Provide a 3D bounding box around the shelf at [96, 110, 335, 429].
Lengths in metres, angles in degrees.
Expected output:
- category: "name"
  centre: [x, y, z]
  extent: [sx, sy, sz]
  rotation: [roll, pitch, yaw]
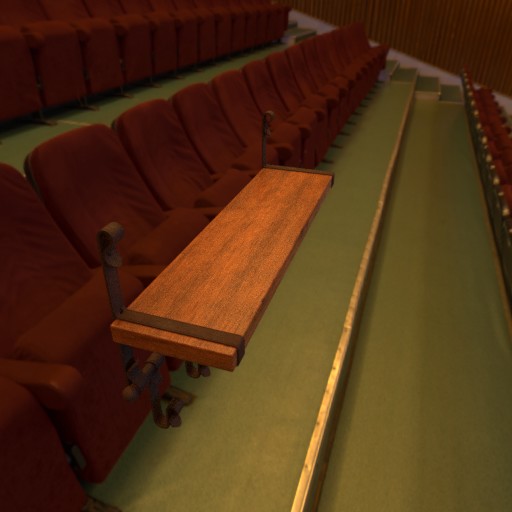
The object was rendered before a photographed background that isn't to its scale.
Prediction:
- category: "shelf"
  centre: [0.000, 0.000, 0.705]
  extent: [0.146, 0.330, 0.567]
  rotation: [10, 32, 16]
